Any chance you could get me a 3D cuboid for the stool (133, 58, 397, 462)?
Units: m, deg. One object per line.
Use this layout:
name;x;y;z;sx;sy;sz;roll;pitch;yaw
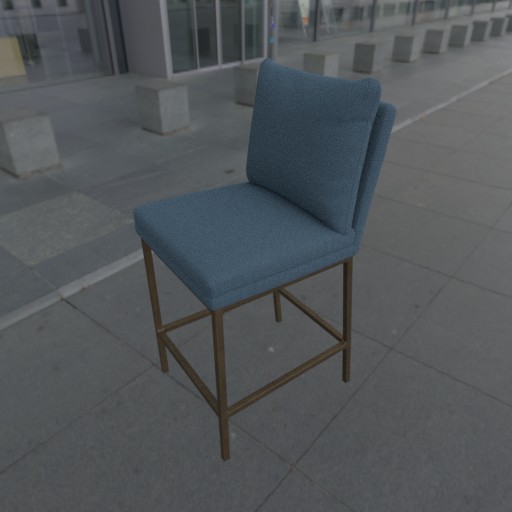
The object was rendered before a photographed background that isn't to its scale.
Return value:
stool;0.000;0.000;1.335;0.568;1.032;0.463;-20;37;-29
